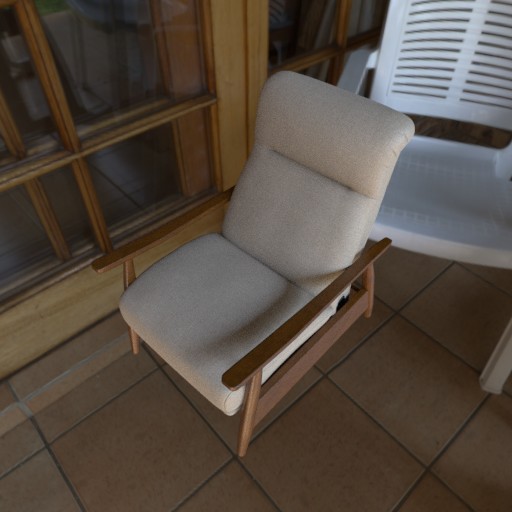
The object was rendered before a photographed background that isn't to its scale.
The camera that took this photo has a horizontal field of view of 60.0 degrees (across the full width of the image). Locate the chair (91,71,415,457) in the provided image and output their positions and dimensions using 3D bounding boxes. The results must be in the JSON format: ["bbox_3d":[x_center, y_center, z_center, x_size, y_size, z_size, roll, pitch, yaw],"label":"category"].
[{"bbox_3d":[0.000,0.000,1.814,0.762,1.082,1.030,33,55,28],"label":"chair"}]
